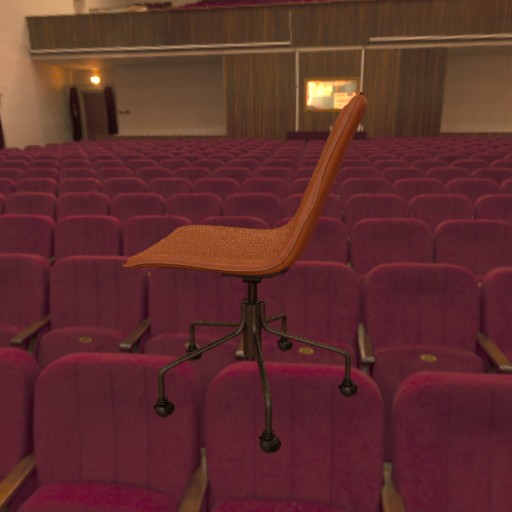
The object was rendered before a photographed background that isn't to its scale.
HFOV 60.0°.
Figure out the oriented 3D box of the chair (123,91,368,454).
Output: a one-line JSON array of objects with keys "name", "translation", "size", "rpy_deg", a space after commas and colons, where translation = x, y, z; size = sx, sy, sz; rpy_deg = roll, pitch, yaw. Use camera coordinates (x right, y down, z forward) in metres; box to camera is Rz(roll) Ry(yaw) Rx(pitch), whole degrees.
[{"name": "chair", "translation": [0.000, 0.000, 1.361], "size": [0.660, 0.920, 0.651], "rpy_deg": [2, 15, 8]}]
